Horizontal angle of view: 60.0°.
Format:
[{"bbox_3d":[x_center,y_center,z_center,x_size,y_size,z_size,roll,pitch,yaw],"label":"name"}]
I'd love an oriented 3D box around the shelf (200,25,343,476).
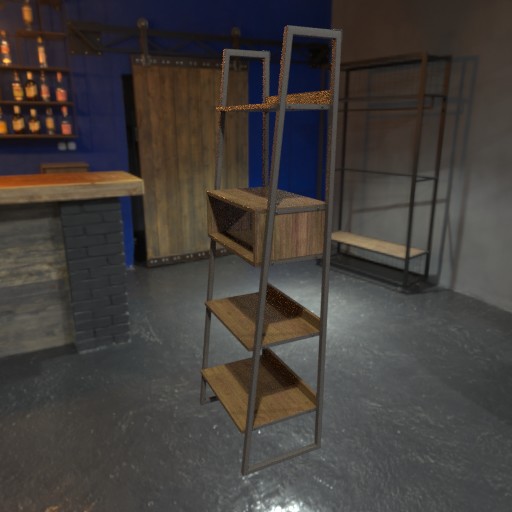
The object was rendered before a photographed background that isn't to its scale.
[{"bbox_3d":[0.000,0.000,2.242,0.454,2.005,0.652,-8,19,-25],"label":"shelf"}]
